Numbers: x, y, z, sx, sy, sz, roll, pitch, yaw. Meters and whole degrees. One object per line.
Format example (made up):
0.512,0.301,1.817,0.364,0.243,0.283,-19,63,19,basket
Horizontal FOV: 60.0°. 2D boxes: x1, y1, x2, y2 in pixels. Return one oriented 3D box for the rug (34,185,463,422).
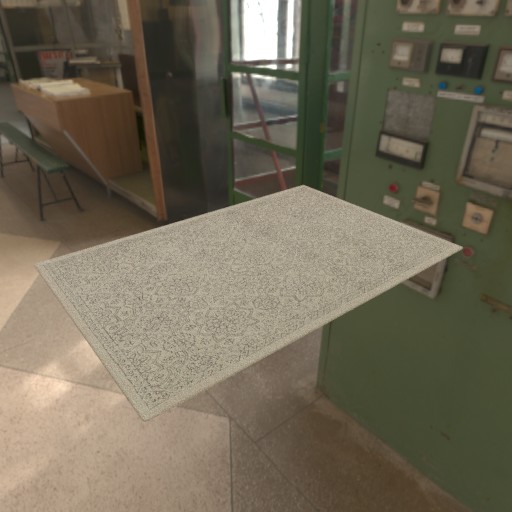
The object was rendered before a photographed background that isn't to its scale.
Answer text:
0.000,0.000,2.259,1.829,0.010,1.219,-21,35,-33,rug
